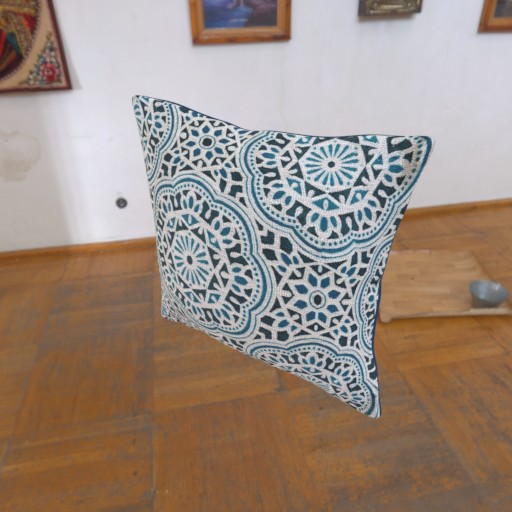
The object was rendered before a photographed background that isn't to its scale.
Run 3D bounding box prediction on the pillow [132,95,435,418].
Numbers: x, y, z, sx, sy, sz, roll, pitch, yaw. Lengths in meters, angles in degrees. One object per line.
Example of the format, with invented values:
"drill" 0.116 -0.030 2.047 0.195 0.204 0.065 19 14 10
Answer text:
"pillow" 0.000 0.000 0.654 0.440 0.420 0.145 19 36 28
